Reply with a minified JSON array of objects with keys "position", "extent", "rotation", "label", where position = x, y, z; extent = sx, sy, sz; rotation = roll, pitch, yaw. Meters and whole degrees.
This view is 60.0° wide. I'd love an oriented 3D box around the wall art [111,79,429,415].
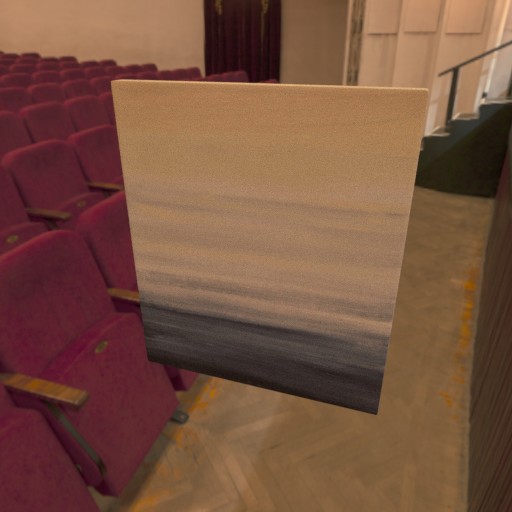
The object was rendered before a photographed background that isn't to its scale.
[{"position":[0.000,0.000,0.978],"extent":[0.608,0.710,0.041],"rotation":[8,27,17],"label":"wall art"}]
